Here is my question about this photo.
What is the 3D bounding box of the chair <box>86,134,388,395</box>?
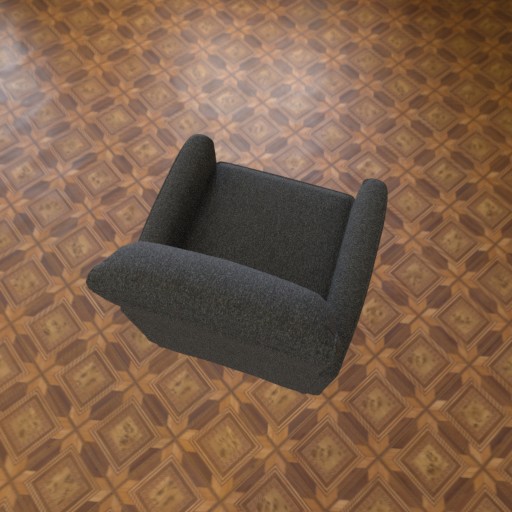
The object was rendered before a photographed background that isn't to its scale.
[{"bbox_3d":[0.000,0.000,1.658,0.839,1.016,0.850,16,65,8],"label":"chair"}]
